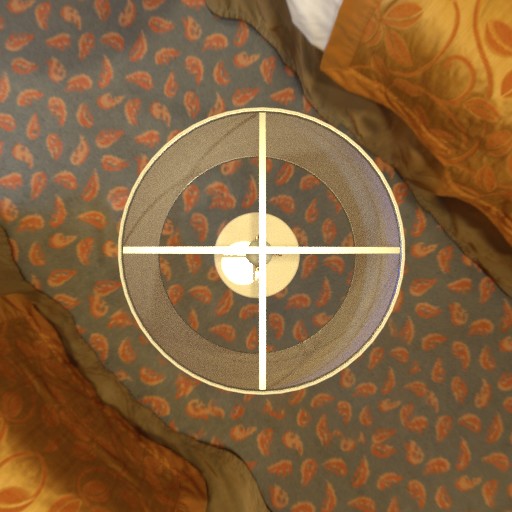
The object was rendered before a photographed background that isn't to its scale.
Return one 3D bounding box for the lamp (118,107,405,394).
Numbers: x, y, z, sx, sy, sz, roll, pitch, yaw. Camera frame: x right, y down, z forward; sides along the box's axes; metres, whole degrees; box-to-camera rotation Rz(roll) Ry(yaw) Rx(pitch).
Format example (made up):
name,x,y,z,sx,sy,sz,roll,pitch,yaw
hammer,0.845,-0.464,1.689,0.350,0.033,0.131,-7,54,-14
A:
name,x,y,z,sx,sy,sz,roll,pitch,yaw
lamp,0.000,0.000,0.819,0.324,0.636,0.325,0,89,-1
